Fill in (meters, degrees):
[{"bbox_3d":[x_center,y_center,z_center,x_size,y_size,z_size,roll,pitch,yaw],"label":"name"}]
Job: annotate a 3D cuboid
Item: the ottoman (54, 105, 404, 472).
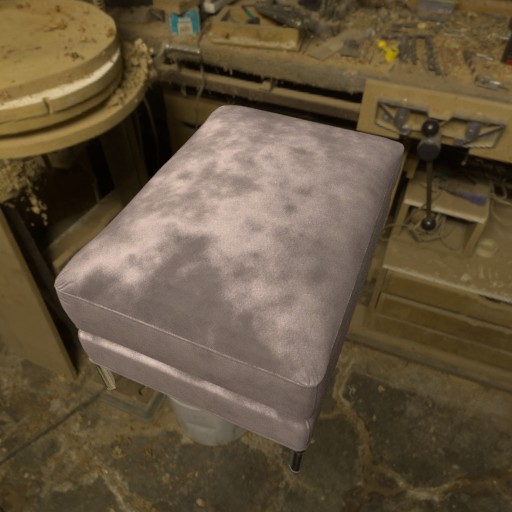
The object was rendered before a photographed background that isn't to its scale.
[{"bbox_3d":[0.000,0.000,1.067,0.520,0.456,0.719,18,50,15],"label":"ottoman"}]
